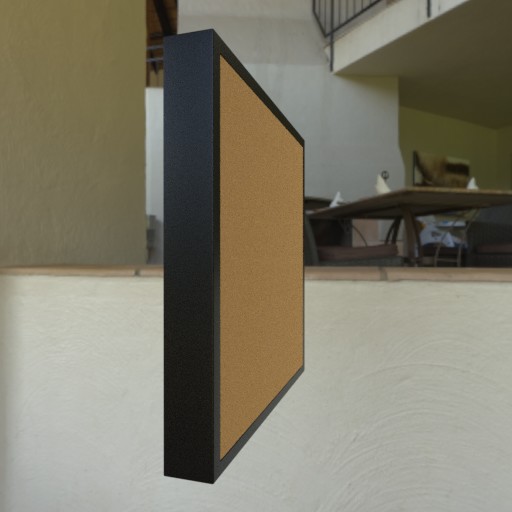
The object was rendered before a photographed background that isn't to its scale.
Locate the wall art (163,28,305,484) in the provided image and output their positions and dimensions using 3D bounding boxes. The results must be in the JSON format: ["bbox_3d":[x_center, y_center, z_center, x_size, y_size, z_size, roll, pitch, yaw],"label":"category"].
[{"bbox_3d":[0.000,0.000,0.438,0.037,0.299,0.299,0,0,18],"label":"wall art"}]
